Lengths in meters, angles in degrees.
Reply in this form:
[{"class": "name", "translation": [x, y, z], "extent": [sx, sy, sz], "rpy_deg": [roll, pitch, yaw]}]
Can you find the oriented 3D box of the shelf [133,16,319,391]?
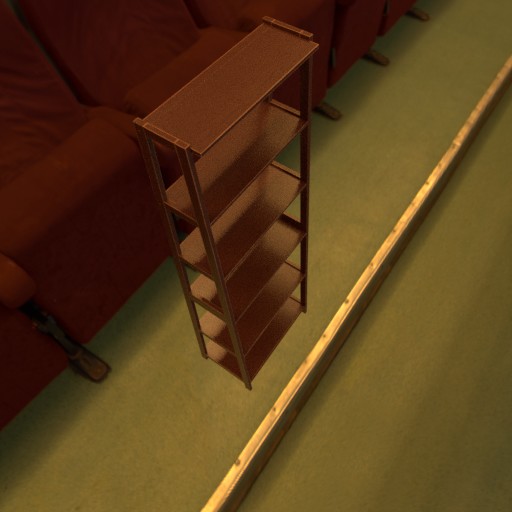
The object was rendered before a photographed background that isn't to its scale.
[{"class": "shelf", "translation": [0.000, 0.000, 2.122], "extent": [0.381, 1.892, 0.660], "rpy_deg": [31, 62, 18]}]
